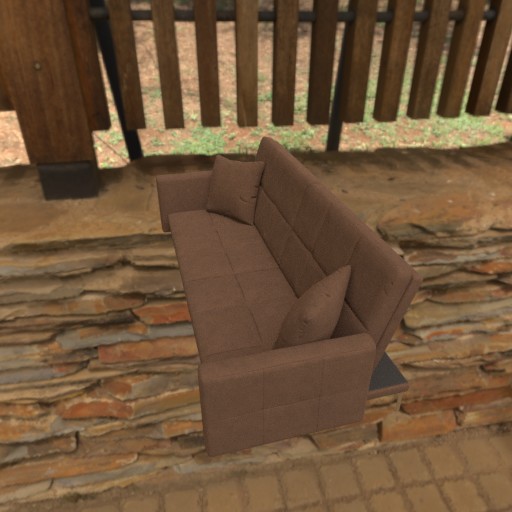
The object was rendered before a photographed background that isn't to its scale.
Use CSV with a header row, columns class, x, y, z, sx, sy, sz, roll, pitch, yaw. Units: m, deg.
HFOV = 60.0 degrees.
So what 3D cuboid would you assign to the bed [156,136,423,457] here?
class,x,y,z,sx,sy,sz,roll,pitch,yaw
bed,0.000,0.000,2.378,0.889,0.787,1.905,-8,32,-13
